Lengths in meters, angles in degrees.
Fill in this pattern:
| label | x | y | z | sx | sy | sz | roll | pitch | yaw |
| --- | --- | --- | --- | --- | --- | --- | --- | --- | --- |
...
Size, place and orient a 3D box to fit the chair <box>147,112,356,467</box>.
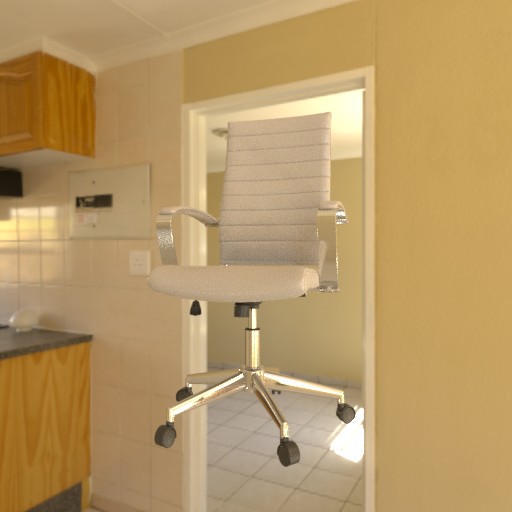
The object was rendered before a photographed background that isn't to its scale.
| label | x | y | z | sx | sy | sz | roll | pitch | yaw |
| --- | --- | --- | --- | --- | --- | --- | --- | --- | --- |
| chair | 0.000 | 0.000 | 1.563 | 0.679 | 1.149 | 0.667 | 0 | 0 | 18 |
